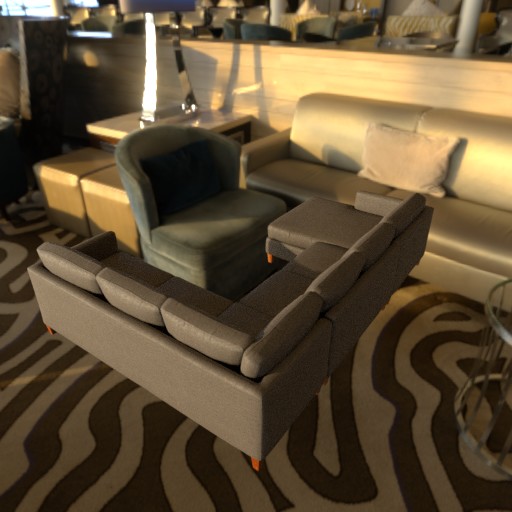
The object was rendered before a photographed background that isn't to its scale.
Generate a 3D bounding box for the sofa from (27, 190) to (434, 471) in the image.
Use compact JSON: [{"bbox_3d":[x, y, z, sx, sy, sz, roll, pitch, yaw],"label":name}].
[{"bbox_3d":[0.000,0.000,4.605,2.594,0.961,3.460,20,36,30],"label":"sofa"}]
